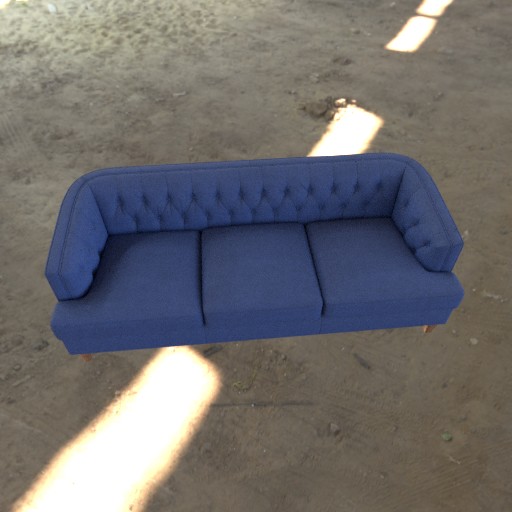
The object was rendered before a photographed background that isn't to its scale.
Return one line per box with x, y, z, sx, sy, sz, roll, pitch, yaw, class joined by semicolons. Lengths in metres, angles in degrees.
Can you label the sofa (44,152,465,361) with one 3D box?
0.000;0.000;2.693;2.235;0.787;0.914;-4;46;-4;sofa
